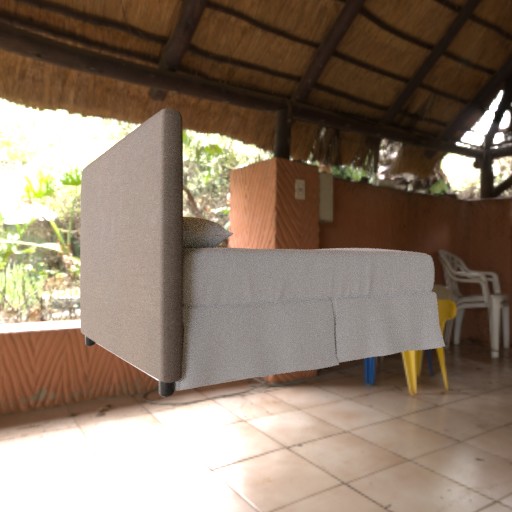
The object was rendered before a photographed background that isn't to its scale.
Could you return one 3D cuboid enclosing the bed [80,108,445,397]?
[{"bbox_3d":[0.000,0.000,3.251,2.142,1.330,1.723,0,-1,-34],"label":"bed"}]
